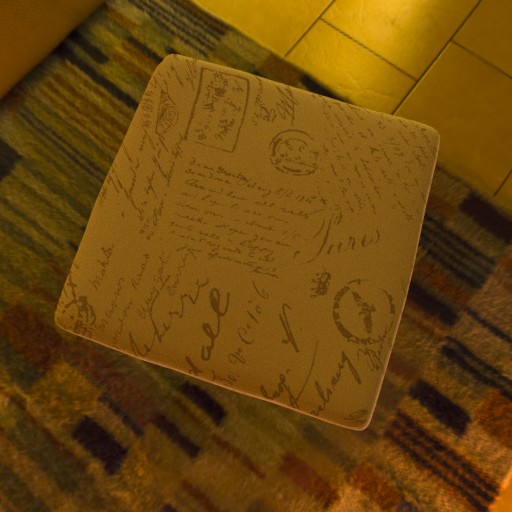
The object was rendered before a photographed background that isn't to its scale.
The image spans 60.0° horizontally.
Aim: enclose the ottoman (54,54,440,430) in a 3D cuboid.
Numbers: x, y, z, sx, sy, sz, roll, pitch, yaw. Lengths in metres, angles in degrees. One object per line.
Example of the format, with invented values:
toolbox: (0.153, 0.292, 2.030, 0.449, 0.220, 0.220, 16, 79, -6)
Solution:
ottoman: (0.000, 0.000, 0.810, 0.450, 0.457, 0.449, 17, 77, 4)
